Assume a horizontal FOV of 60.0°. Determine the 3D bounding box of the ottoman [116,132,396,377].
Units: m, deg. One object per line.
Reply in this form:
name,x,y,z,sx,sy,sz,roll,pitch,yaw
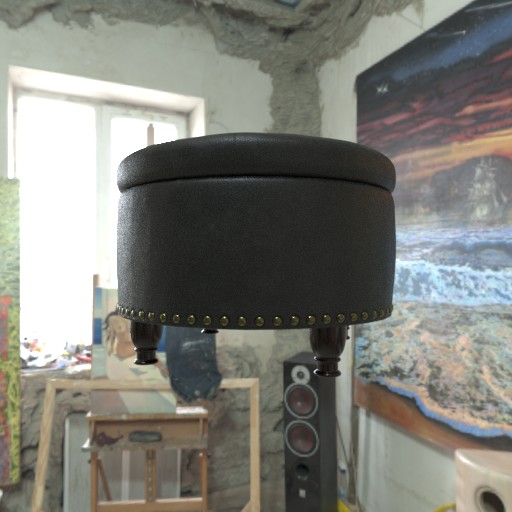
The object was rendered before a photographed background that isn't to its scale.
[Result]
ottoman,0.000,0.000,1.056,0.637,0.442,0.637,0,0,0
